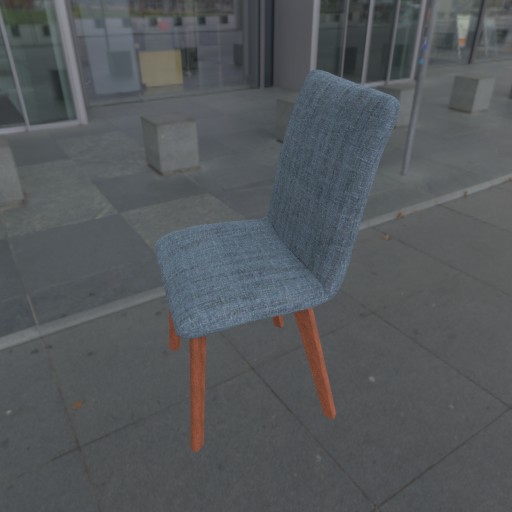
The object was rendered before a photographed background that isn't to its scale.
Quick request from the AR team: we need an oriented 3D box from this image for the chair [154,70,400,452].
[{"bbox_3d":[0.000,0.000,1.326,0.563,0.974,0.522,-9,31,-15],"label":"chair"}]
